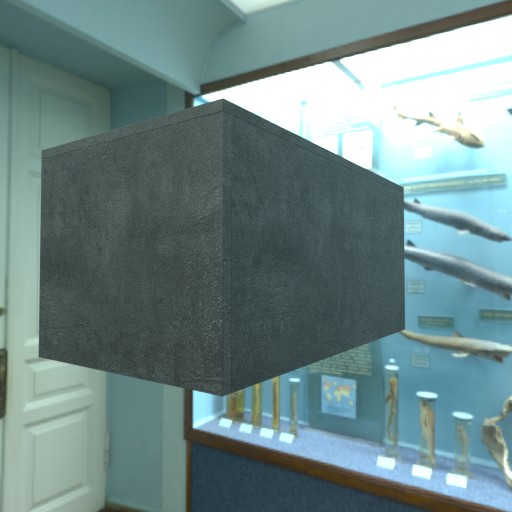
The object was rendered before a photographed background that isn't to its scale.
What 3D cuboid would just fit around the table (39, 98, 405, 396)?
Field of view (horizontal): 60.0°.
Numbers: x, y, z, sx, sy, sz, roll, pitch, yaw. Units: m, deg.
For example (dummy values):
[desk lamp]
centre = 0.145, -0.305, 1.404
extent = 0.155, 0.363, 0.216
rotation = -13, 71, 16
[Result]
[table]
centre = 0.000, 0.000, 0.919
extent = 0.400, 0.350, 0.700
rotation = -1, -2, 35
